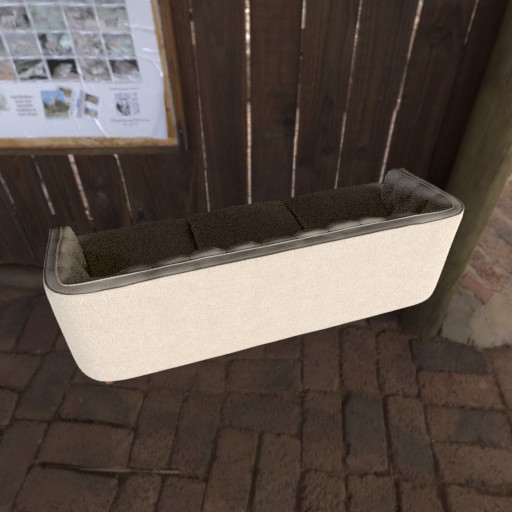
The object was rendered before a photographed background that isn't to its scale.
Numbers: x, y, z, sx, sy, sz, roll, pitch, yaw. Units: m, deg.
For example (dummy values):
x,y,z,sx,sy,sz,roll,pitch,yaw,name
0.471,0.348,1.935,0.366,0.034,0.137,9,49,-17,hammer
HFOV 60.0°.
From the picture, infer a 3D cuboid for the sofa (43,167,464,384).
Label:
x,y,z,sx,sy,sz,roll,pitch,yaw,name
0.000,0.000,2.683,2.235,0.788,0.913,-12,42,-13,sofa
